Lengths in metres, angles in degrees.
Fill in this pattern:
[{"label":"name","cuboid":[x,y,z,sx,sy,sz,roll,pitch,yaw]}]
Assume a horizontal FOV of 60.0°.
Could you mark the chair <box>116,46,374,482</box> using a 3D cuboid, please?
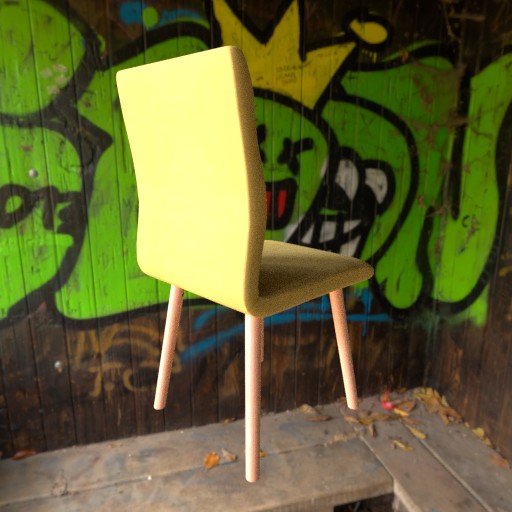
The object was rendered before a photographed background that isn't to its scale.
[{"label":"chair","cuboid":[0.000,0.000,1.251,0.550,0.965,0.450,-14,20,-42]}]
